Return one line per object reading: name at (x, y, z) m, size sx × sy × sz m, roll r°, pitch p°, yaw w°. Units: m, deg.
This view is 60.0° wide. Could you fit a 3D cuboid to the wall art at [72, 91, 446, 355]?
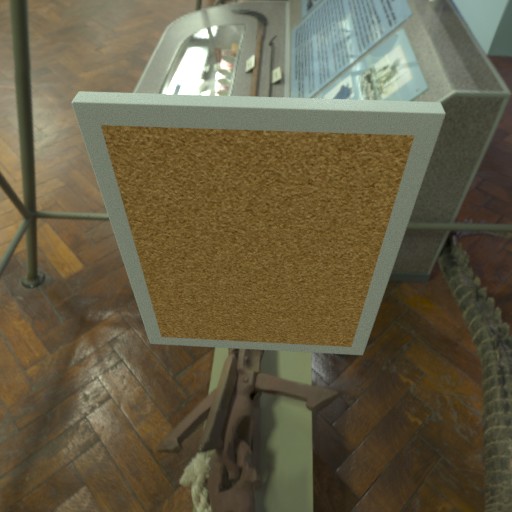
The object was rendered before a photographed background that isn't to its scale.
wall art at (0.000, 0.000, 0.747) m, size 0.454 × 0.556 × 0.028 m, roll 3°, pitch 47°, yaw 2°
